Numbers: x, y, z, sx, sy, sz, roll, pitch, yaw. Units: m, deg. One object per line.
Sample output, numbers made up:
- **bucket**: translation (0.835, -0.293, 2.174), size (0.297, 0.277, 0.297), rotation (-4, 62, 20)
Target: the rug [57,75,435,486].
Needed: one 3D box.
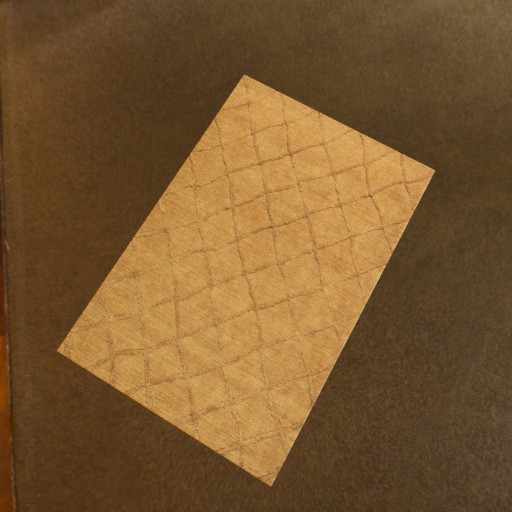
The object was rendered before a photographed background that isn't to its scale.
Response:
- **rug**: translation (0.000, 0.000, 2.906), size (1.528, 0.014, 2.292), rotation (29, 77, 7)
